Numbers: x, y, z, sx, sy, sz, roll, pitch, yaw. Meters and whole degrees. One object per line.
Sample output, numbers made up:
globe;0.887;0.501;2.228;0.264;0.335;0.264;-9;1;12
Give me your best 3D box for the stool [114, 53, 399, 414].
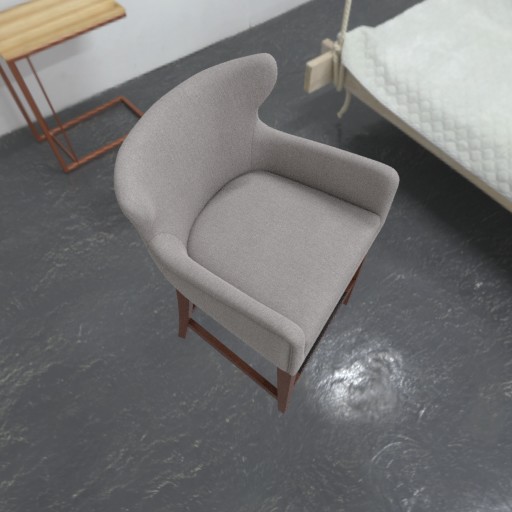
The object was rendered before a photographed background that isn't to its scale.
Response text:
stool;0.000;0.000;1.353;0.575;0.951;0.575;28;64;16
